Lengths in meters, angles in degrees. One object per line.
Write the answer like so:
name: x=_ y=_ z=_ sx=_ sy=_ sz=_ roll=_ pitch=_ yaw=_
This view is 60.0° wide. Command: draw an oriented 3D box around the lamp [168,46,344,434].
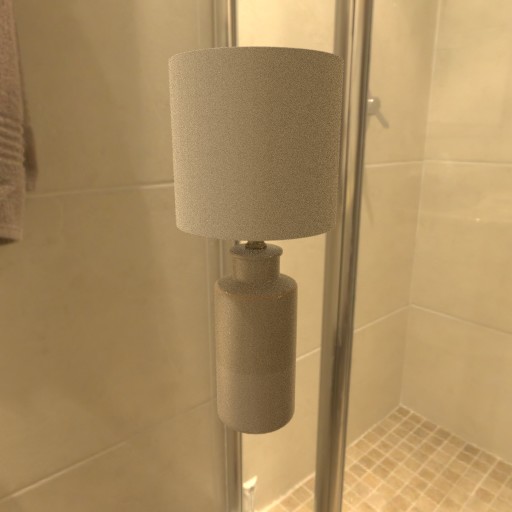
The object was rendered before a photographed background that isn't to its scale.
lamp: x=0.000 y=0.000 z=0.610 sx=0.212 sy=0.493 sz=0.212 roll=3 pitch=16 yaw=10
